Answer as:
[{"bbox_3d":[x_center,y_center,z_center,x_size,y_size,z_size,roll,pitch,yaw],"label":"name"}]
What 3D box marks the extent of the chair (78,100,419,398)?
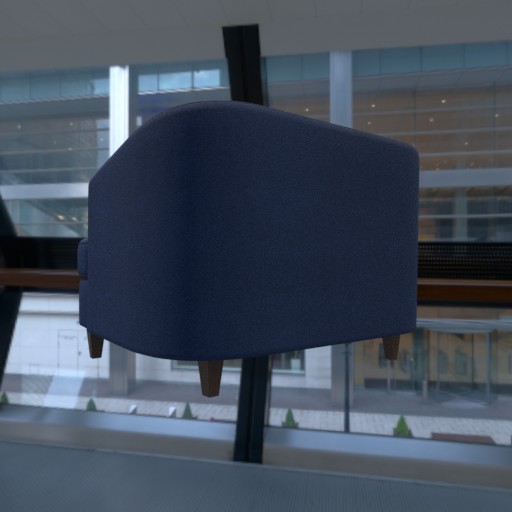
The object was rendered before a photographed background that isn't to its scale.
[{"bbox_3d":[0.000,0.000,1.703,1.118,0.787,0.914,1,-1,-36],"label":"chair"}]
